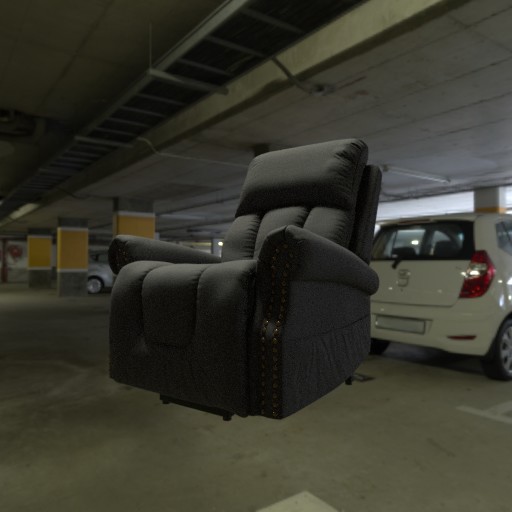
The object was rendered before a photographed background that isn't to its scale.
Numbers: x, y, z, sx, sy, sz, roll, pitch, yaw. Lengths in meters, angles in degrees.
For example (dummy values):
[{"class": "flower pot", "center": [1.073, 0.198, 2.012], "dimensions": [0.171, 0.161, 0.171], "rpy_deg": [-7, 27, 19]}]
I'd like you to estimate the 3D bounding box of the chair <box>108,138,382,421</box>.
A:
[{"class": "chair", "center": [0.000, 0.000, 1.748], "dimensions": [0.871, 1.031, 0.979], "rpy_deg": [-1, -1, 36]}]
